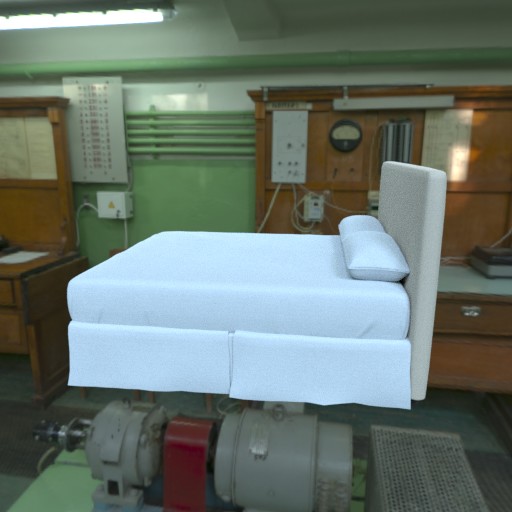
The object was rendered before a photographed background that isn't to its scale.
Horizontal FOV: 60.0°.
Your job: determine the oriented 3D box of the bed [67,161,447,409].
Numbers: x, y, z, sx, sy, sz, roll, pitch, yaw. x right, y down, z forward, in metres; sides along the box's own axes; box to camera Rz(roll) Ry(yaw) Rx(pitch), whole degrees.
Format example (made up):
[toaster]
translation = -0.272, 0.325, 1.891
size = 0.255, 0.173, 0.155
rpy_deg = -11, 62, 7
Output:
[bed]
translation = 0.000, 0.000, 3.235
size = 2.142, 1.330, 1.748
rpy_deg = 2, 14, 8
